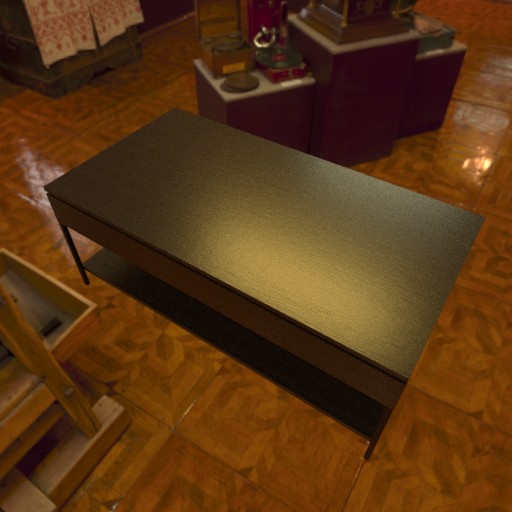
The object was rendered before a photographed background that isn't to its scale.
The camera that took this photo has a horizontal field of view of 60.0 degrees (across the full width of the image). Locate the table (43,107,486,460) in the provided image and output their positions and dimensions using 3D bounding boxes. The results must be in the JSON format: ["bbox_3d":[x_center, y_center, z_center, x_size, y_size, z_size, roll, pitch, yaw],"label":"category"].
[{"bbox_3d":[0.000,0.000,1.386,1.095,0.435,0.574,26,51,23],"label":"table"}]
